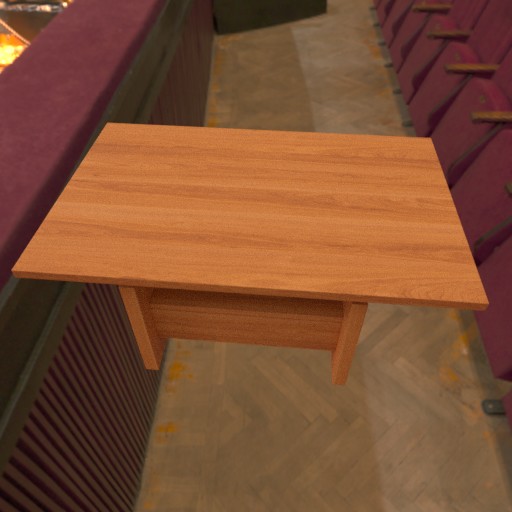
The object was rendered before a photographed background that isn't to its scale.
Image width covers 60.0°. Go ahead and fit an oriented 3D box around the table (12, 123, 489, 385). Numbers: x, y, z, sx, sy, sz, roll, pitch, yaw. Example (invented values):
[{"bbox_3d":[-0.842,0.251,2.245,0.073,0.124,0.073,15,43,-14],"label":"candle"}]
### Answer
[{"bbox_3d":[0.000,0.000,1.440,1.100,0.510,0.700,4,46,4],"label":"table"}]
